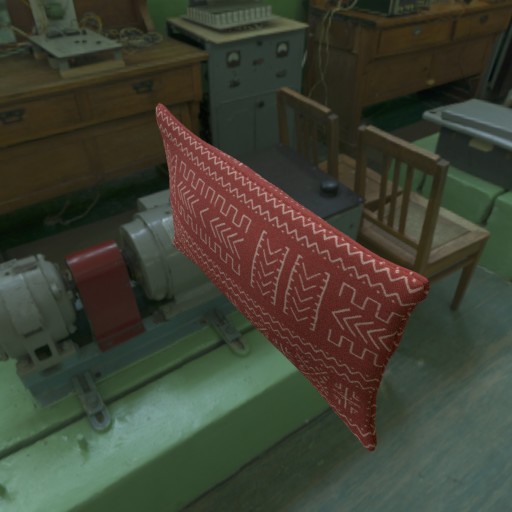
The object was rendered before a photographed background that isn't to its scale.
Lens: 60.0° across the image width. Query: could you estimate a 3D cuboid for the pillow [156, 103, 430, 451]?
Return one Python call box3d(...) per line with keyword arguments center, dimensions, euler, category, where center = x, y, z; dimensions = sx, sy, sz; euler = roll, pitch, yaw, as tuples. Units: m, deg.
box3d(center=(0.000, 0.000, 0.774), dimensions=(0.130, 0.352, 0.640), euler=(-25, 46, -27), category="pillow")
